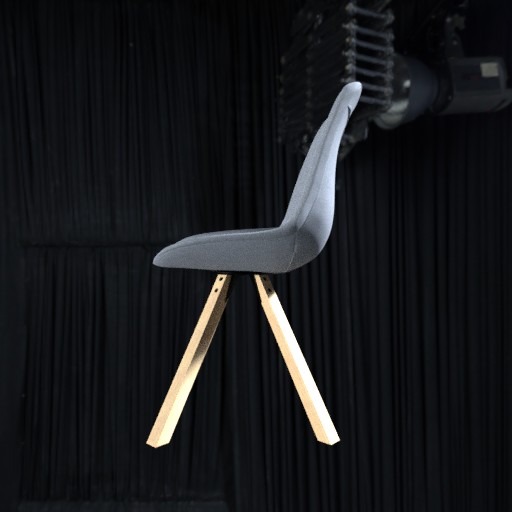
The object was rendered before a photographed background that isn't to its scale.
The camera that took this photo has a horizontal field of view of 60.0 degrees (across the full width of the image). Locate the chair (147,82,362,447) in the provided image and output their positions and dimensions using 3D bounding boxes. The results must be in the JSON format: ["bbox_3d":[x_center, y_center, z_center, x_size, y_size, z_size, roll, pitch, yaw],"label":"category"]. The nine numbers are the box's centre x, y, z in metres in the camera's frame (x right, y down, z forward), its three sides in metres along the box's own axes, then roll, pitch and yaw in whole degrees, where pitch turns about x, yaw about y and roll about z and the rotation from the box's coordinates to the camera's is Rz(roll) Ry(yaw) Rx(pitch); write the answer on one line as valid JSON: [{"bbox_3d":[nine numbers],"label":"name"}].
[{"bbox_3d":[0.000,0.000,1.217,0.549,0.863,0.474,0,0,-1],"label":"chair"}]
